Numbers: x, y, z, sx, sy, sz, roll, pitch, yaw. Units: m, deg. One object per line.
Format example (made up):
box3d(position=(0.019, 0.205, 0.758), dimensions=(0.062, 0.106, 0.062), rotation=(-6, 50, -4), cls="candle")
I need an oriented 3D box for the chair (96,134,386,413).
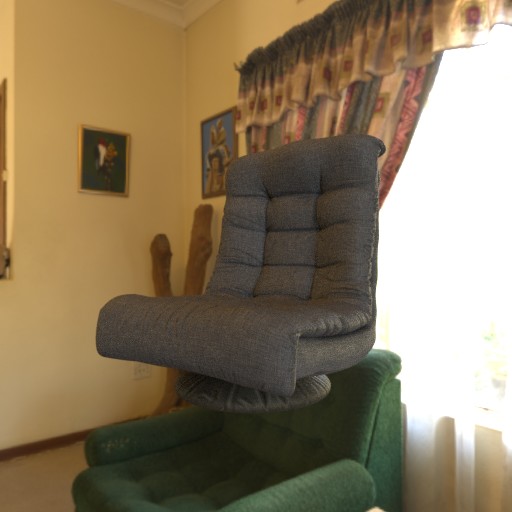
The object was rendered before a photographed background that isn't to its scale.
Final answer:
box3d(position=(0.000, 0.000, 1.233), dimensions=(0.597, 0.749, 0.668), rotation=(0, 0, 35), cls="chair")
